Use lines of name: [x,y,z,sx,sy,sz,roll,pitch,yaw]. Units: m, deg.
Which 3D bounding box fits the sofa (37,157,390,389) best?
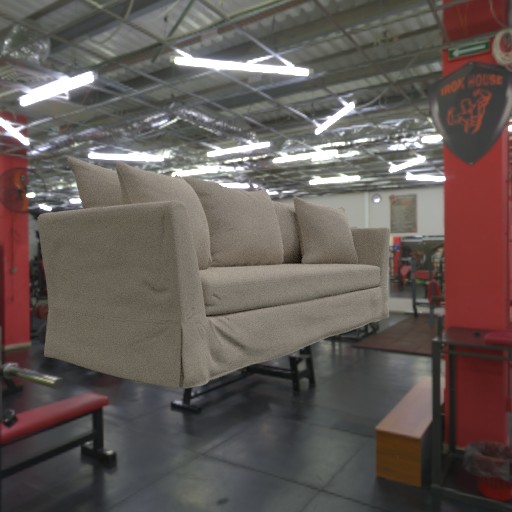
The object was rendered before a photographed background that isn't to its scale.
sofa: [0.000,0.000,2.995,1.046,1.047,2.499,0,1,36]
